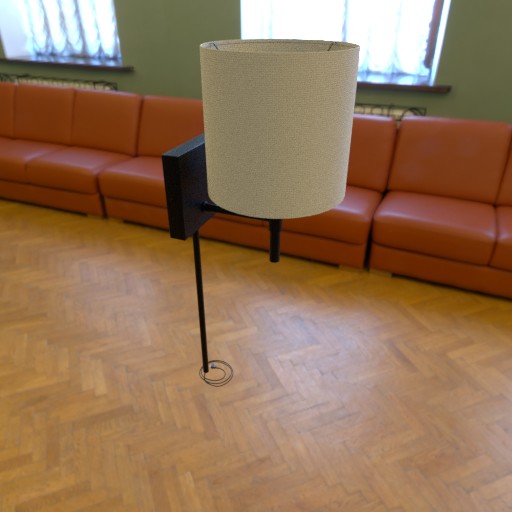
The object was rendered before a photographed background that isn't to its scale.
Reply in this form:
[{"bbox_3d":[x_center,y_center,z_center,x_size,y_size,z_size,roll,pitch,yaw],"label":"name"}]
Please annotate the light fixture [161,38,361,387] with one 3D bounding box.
[{"bbox_3d":[0.000,0.000,0.680,0.248,0.589,0.188,11,32,19],"label":"light fixture"}]
